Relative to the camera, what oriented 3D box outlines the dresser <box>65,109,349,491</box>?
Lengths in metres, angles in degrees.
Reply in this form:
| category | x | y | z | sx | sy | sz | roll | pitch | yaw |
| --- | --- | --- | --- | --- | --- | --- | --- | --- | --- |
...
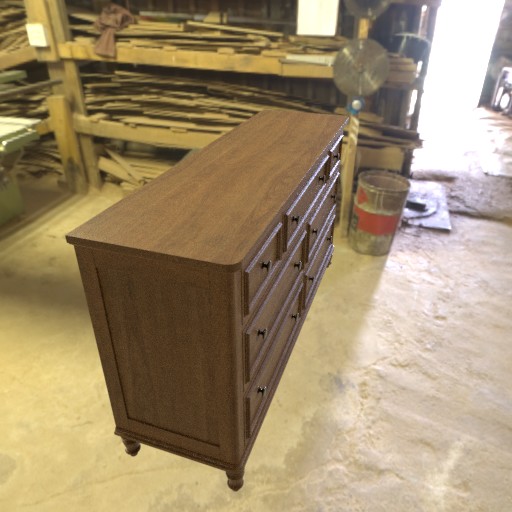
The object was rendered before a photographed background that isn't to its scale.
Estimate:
| category | x | y | z | sx | sy | sz | roll | pitch | yaw |
| --- | --- | --- | --- | --- | --- | --- | --- | --- | --- |
| dresser | 0.000 | 0.000 | 1.923 | 0.468 | 0.892 | 1.583 | 10 | 31 | 17 |
